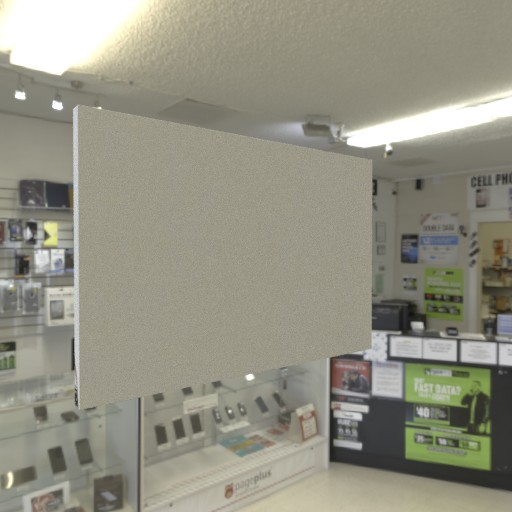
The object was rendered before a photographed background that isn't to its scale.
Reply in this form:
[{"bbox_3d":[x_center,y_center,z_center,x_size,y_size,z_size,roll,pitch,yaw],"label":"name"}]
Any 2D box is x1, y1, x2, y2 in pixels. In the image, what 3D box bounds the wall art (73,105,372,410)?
[{"bbox_3d":[0.000,0.000,1.154,0.898,0.601,0.038,-1,1,-37],"label":"wall art"}]
